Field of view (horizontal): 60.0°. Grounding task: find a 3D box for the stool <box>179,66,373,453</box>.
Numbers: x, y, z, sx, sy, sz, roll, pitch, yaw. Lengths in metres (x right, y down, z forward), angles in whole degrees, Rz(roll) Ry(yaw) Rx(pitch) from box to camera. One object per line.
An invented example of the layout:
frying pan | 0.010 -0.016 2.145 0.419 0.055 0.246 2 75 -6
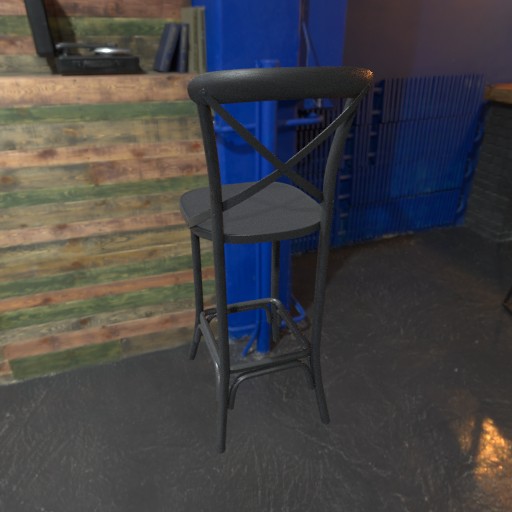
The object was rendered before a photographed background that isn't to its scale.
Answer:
stool | 0.000 0.000 1.445 0.457 1.168 0.584 -9 28 -16
